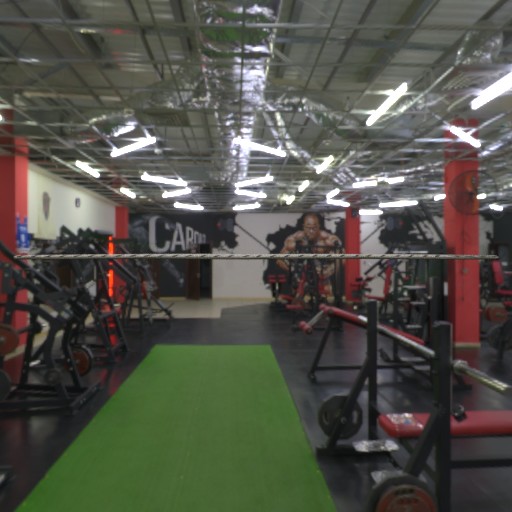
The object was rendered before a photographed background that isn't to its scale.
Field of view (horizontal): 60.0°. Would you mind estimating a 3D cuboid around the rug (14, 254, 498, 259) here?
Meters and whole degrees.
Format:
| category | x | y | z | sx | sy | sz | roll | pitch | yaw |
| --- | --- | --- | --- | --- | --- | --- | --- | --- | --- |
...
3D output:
| category | x | y | z | sx | sy | sz | roll | pitch | yaw |
| --- | --- | --- | --- | --- | --- | --- | --- | --- | --- |
| rug | 0.000 | 0.000 | 2.290 | 1.842 | 0.019 | 1.237 | 0 | 0 | -1 |
